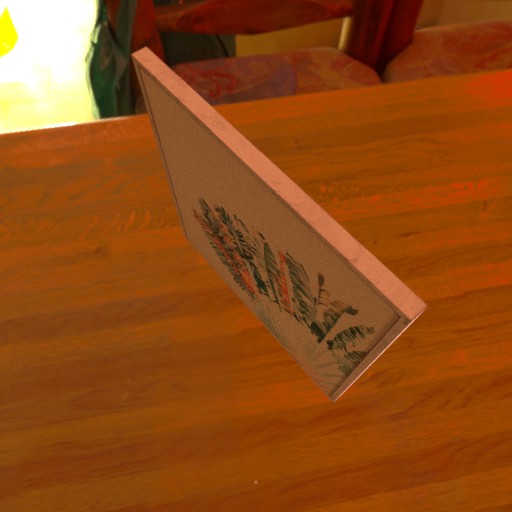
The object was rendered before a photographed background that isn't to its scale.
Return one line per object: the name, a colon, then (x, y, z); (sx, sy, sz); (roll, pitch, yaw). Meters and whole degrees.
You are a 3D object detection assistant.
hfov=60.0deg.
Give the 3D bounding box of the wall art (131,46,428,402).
wall art: (0.000, 0.000, 1.133); (0.038, 0.757, 0.760); (-37, 69, -17)
